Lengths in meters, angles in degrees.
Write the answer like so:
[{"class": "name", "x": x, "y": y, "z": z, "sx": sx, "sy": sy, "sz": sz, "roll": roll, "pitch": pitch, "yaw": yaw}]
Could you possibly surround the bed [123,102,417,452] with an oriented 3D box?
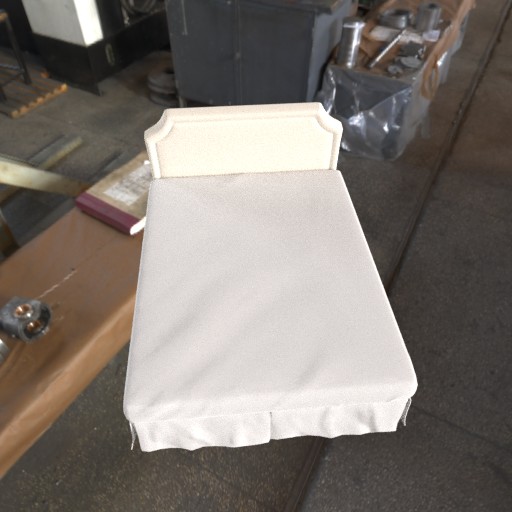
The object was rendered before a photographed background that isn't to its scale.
[{"class": "bed", "x": 0.000, "y": 0.000, "z": 3.536, "sx": 1.977, "sy": 1.293, "sz": 2.498, "roll": -4, "pitch": 47, "yaw": -4}]
